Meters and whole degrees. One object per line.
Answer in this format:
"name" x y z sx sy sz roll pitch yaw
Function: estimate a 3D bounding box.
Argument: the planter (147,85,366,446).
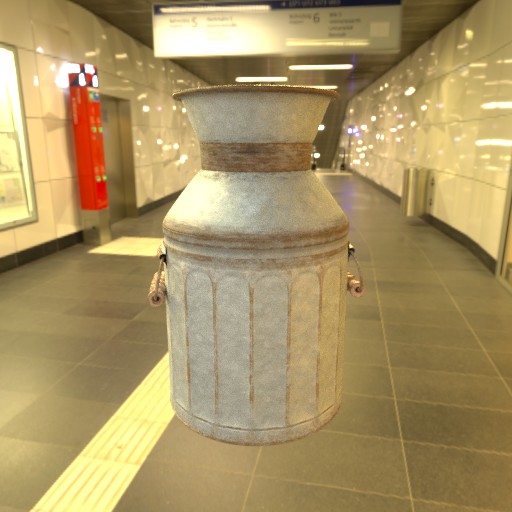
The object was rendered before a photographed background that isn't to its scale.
"planter" 0.000 0.000 0.520 0.248 0.358 0.215 -2 15 -7
